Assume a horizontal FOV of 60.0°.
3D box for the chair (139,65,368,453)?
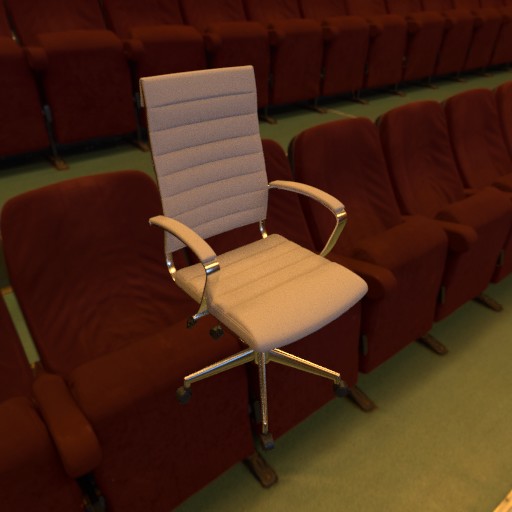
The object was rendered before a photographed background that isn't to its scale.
[{"bbox_3d":[0.000,0.000,1.567,0.679,1.149,0.667,-22,37,-32],"label":"chair"}]
